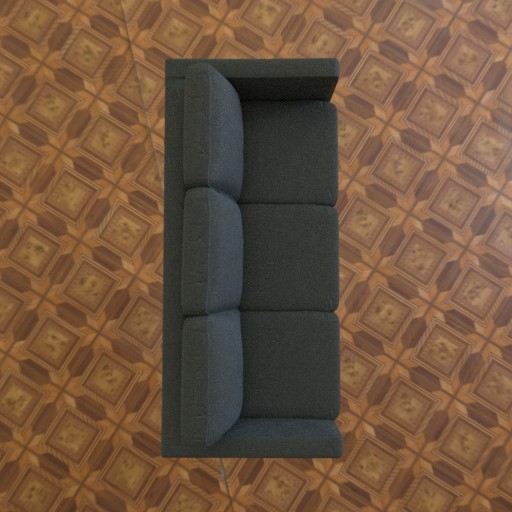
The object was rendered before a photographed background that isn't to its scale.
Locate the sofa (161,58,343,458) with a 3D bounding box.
[{"bbox_3d":[0.000,0.000,2.457,0.935,0.945,2.013,0,87,1],"label":"sofa"}]
